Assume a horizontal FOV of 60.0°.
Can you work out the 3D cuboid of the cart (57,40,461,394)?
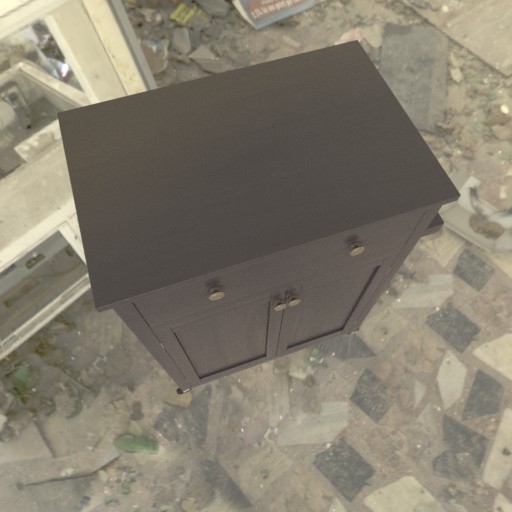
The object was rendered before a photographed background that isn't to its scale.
[{"bbox_3d":[0.000,0.000,1.231,0.690,0.878,0.449,-17,65,-8],"label":"cart"}]
